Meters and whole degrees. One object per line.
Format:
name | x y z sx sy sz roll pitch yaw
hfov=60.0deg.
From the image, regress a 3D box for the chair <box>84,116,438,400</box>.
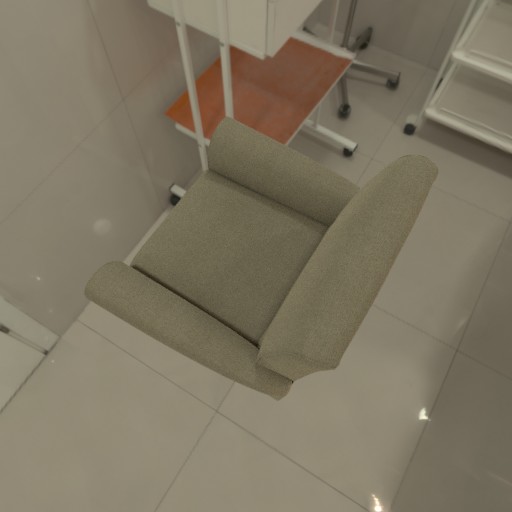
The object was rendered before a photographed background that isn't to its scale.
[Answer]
chair | 0.000 0.000 1.751 0.905 1.061 0.978 29 68 13
